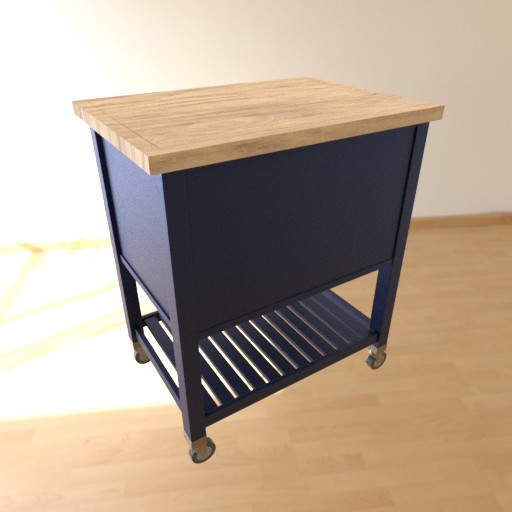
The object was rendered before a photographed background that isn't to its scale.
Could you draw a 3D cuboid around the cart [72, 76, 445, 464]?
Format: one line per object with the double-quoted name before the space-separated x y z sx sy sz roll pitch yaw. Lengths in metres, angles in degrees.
"cart" 0.000 0.000 1.382 0.797 0.920 0.567 -18 35 -28
